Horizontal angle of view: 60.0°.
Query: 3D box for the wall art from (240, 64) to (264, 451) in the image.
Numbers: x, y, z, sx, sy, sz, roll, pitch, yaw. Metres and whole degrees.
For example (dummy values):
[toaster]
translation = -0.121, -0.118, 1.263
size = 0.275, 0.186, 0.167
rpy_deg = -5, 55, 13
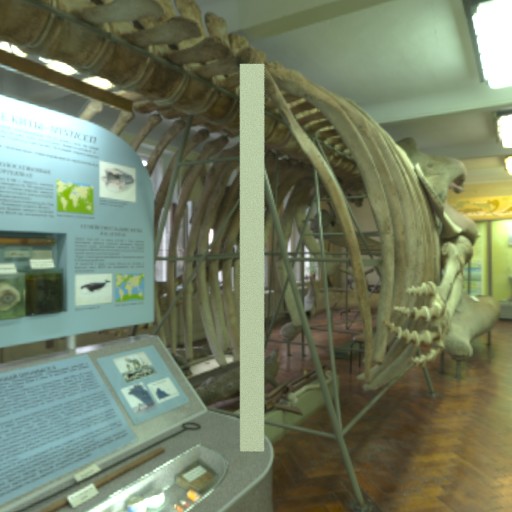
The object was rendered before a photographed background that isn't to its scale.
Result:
[wall art]
translation = 0.000, 0.000, 1.153
size = 0.038, 0.609, 0.914
rpy_deg = 0, 0, 1
